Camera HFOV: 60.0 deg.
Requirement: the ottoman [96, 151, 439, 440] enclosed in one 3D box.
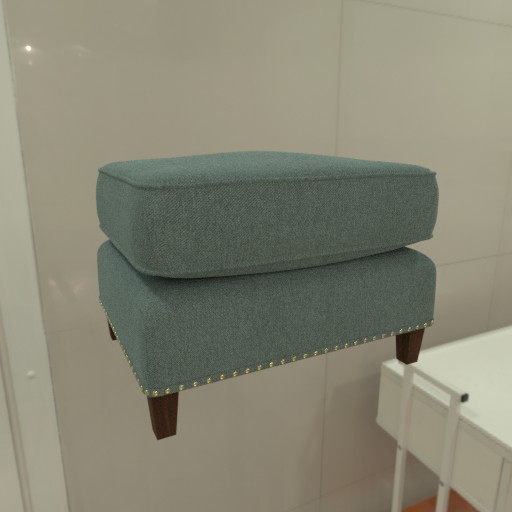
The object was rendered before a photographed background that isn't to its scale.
[{"bbox_3d":[0.000,0.000,1.161,0.738,0.537,0.589,-7,16,-26],"label":"ottoman"}]
